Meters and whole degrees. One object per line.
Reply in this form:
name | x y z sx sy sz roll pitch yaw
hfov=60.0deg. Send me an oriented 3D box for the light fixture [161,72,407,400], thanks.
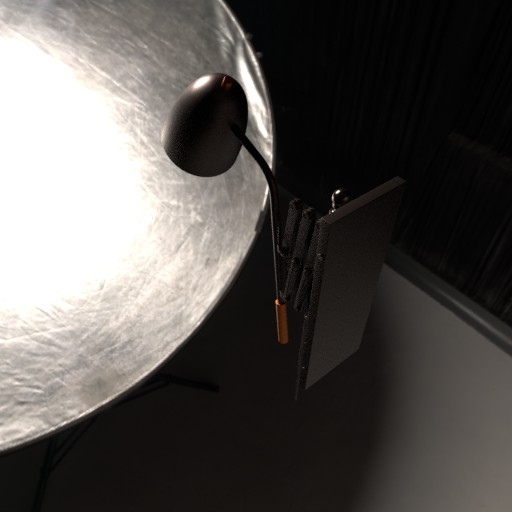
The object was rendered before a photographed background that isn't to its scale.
light fixture | 0.000 0.000 0.942 0.162 0.715 0.499 -29 52 -26
